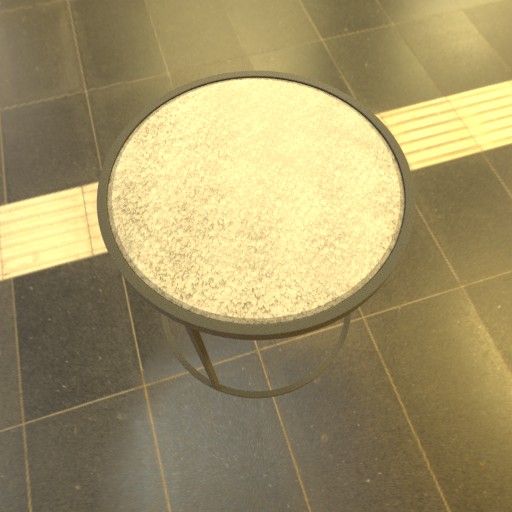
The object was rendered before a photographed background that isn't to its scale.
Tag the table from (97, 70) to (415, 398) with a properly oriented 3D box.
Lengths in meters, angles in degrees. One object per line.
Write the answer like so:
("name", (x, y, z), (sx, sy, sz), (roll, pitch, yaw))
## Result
("table", (0.000, 0.000, 0.883), (0.470, 0.498, 0.470), (0, 63, 0))
